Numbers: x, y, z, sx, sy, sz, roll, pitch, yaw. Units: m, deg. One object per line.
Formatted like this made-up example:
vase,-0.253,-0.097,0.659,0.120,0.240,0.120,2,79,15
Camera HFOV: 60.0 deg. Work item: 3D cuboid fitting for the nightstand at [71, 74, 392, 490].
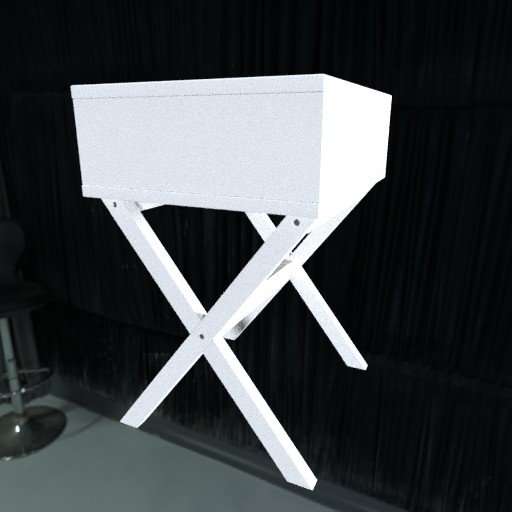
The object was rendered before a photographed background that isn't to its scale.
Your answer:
nightstand,0.000,0.000,0.892,0.402,0.623,0.479,8,18,24
